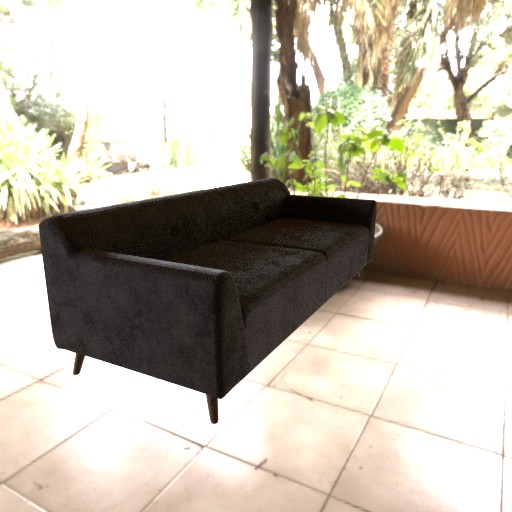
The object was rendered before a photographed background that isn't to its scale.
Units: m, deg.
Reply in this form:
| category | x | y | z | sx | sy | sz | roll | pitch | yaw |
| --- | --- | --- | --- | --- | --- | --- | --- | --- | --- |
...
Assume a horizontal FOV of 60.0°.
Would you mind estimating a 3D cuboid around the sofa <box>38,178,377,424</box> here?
| category | x | y | z | sx | sy | sz | roll | pitch | yaw |
| --- | --- | --- | --- | --- | --- | --- | --- | --- | --- |
| sofa | 0.000 | 0.000 | 2.647 | 0.900 | 0.740 | 2.190 | 8 | 17 | 27 |
